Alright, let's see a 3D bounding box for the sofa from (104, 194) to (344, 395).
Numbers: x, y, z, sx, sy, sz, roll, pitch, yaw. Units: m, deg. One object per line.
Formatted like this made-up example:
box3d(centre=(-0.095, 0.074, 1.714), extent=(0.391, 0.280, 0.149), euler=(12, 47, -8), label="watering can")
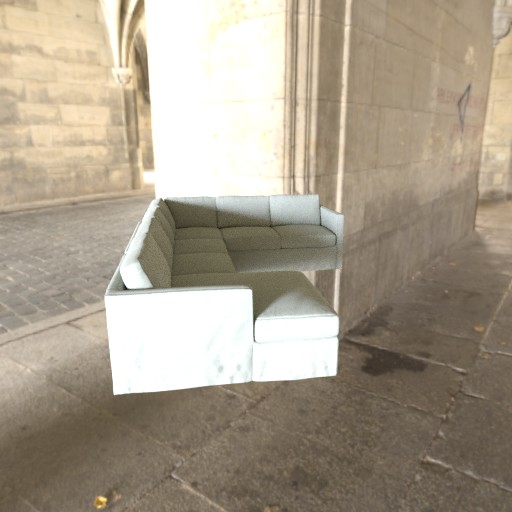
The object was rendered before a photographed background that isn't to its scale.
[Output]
box3d(centre=(0.000, 0.000, 4.553), extent=(2.440, 0.869, 3.434), euler=(-2, 15, -9), label="sofa")
